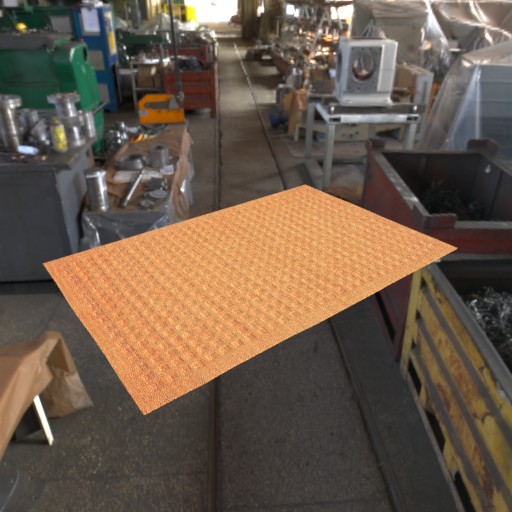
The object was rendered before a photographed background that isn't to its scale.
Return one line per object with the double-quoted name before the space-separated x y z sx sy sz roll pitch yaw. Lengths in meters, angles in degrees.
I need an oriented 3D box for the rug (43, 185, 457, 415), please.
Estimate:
"rug" 0.000 0.000 2.225 1.747 0.006 1.143 -21 36 -32
